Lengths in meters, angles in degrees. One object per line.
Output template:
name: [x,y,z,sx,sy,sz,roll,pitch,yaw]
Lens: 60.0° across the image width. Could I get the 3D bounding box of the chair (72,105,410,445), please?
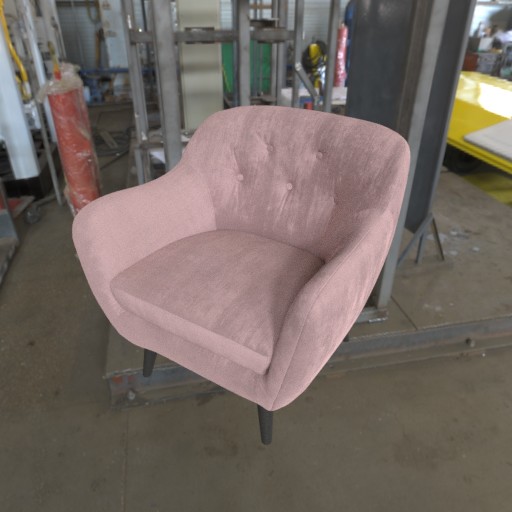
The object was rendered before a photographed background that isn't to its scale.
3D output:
chair: [0.000,0.000,1.498,0.840,0.820,0.820,18,36,28]
